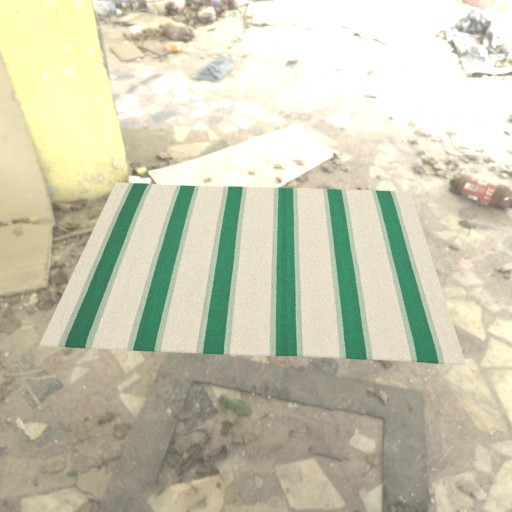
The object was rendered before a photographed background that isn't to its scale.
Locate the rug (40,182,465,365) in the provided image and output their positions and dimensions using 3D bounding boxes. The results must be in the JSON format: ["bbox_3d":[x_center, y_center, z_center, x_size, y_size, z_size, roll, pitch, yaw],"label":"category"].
[{"bbox_3d":[0.000,0.000,2.324,1.829,0.012,1.210,2,45,2],"label":"rug"}]
